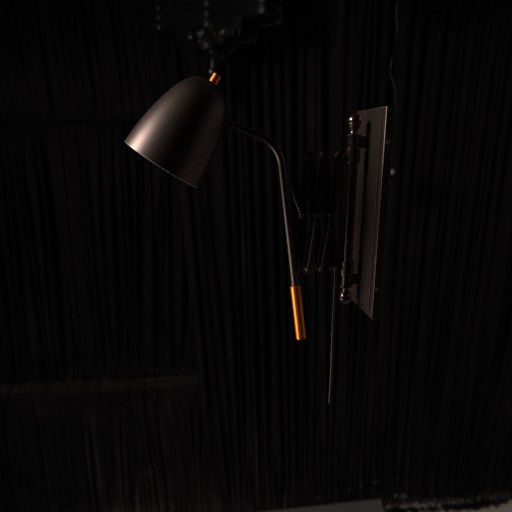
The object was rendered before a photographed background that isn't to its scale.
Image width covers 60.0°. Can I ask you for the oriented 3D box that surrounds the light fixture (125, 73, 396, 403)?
[{"bbox_3d":[0.000,0.000,0.931,0.499,0.715,0.162,-2,15,-8],"label":"light fixture"}]
